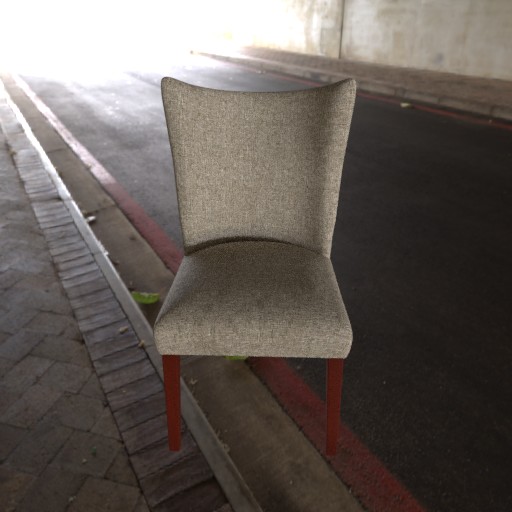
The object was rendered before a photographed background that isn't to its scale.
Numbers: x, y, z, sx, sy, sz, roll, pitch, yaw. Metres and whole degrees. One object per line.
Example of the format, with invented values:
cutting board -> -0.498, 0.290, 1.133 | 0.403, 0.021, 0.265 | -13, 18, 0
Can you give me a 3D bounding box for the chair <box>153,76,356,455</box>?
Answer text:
chair -> 0.000, 0.000, 1.283 | 0.535, 0.924, 0.623 | 1, 29, 2
